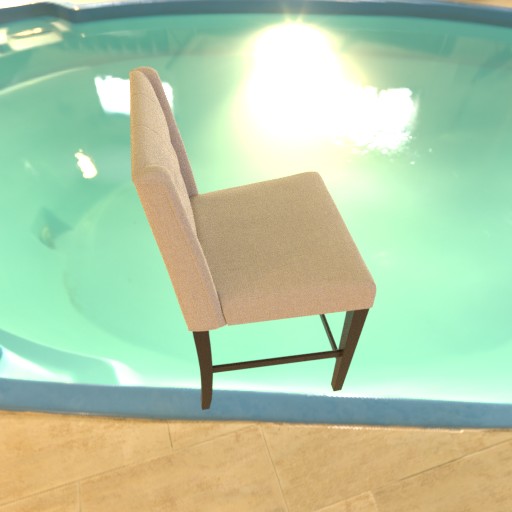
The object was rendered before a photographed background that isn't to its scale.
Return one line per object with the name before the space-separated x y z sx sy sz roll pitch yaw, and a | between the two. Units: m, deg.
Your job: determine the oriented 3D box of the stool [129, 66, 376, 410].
stool | 0.000 0.000 1.242 0.509 0.939 0.474 -9 47 -8
